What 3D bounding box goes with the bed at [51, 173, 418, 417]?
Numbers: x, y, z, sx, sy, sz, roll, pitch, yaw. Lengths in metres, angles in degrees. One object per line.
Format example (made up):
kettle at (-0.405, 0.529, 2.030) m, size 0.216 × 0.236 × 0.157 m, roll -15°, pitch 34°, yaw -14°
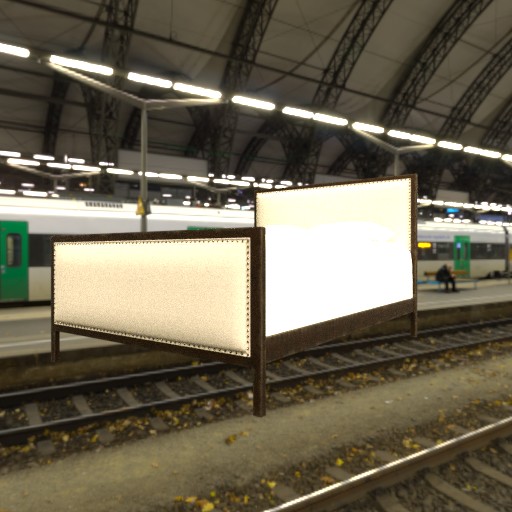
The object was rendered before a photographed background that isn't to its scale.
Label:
bed at (0.000, 0.000, 3.150) m, size 1.607 × 1.313 × 2.221 m, roll 0°, pitch 0°, yaw 36°
